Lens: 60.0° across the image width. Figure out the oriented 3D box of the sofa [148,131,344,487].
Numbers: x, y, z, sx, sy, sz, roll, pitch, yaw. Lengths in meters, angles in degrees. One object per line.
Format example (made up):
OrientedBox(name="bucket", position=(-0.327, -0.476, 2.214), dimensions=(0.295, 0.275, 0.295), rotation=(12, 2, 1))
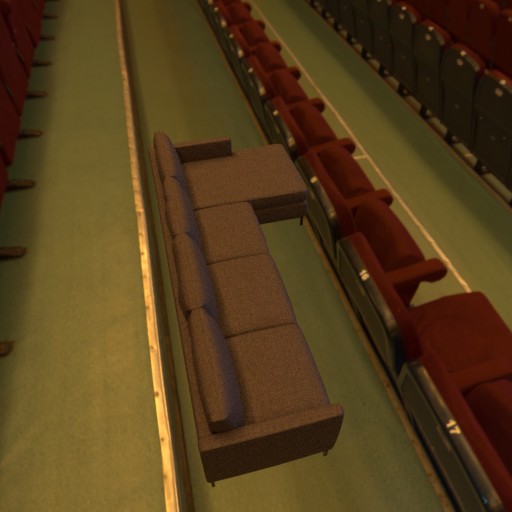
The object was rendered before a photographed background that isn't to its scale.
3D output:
OrientedBox(name="sofa", position=(0.000, 0.000, 3.776), dimensions=(1.483, 0.892, 3.221), rotation=(-11, 47, -10))
